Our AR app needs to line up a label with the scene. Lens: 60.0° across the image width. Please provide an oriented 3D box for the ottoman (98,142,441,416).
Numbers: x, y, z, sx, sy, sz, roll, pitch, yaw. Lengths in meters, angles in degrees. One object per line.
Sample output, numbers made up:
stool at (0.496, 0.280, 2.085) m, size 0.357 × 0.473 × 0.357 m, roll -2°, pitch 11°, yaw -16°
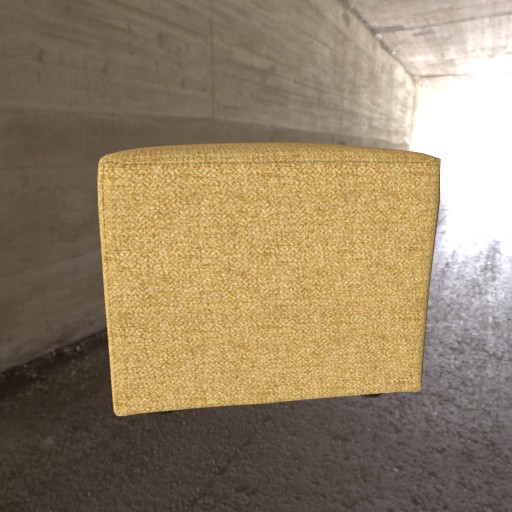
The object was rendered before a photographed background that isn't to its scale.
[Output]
ottoman at (0.000, 0.000, 0.893) m, size 0.505 × 0.441 × 0.512 m, roll -2°, pitch 14°, yaw -8°
